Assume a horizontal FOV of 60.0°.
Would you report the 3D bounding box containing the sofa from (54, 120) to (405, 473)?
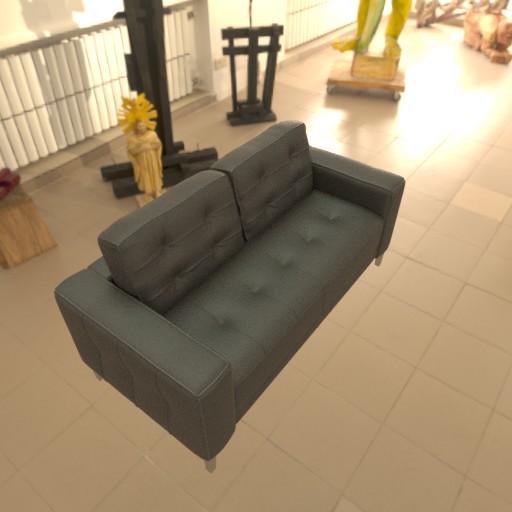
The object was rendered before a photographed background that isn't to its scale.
[{"bbox_3d":[0.000,0.000,2.245,0.833,0.893,1.726,27,48,27],"label":"sofa"}]
